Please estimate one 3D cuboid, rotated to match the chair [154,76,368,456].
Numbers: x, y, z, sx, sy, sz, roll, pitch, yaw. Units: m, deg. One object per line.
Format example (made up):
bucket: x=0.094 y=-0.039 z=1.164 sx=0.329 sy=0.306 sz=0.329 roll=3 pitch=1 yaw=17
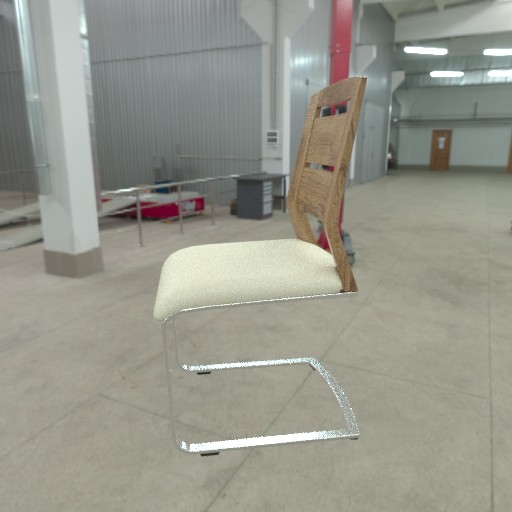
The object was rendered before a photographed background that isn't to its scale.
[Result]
chair: x=0.000 y=0.000 z=1.277 sx=0.561 sy=0.955 sz=0.457 roll=-2 pitch=15 yaw=-8
